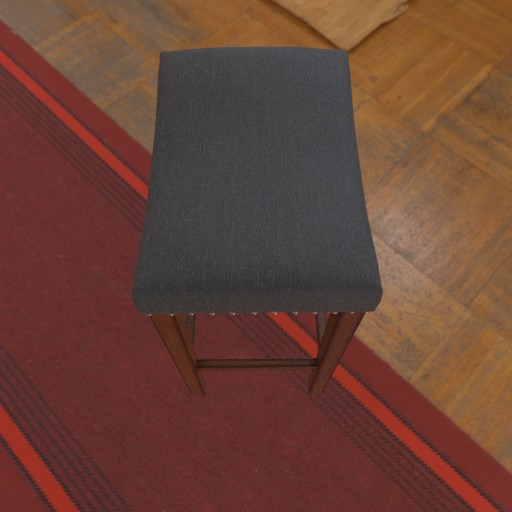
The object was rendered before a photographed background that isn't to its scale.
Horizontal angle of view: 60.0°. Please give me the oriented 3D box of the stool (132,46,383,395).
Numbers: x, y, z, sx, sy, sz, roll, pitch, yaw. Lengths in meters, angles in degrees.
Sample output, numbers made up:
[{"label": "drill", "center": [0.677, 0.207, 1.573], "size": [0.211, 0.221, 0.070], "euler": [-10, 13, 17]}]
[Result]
[{"label": "stool", "center": [0.000, 0.000, 1.016], "size": [0.366, 0.760, 0.502], "euler": [-1, 64, 0]}]
